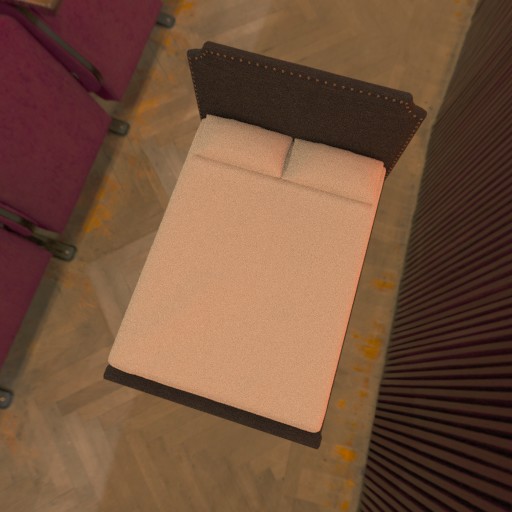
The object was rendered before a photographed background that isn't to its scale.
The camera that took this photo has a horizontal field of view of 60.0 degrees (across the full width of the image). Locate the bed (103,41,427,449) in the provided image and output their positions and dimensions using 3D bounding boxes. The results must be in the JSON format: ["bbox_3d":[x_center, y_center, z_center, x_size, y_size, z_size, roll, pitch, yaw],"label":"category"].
[{"bbox_3d":[0.000,0.000,3.318,1.713,1.443,2.372,17,75,5],"label":"bed"}]
